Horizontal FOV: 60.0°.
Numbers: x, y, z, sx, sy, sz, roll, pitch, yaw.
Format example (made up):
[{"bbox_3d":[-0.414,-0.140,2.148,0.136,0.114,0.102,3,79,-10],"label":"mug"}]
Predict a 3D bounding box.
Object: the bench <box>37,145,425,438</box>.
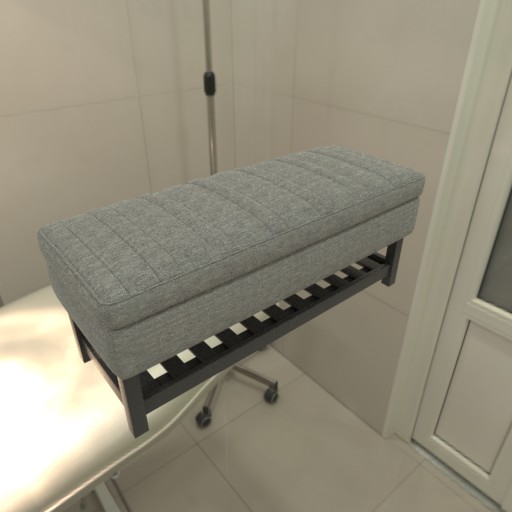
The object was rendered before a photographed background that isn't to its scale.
[{"bbox_3d":[0.000,0.000,1.351,1.100,0.470,0.429,-23,38,-33],"label":"bench"}]
